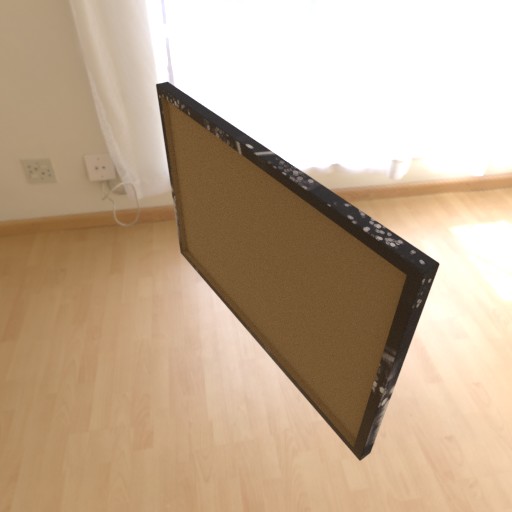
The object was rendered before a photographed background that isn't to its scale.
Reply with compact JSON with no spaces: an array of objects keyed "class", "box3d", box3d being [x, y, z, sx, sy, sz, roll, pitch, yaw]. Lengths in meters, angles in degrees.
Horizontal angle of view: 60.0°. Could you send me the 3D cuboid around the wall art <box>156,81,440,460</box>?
[{"class":"wall art","box3d":[0.000,0.000,1.134,0.038,0.609,0.914,-24,47,-25]}]
